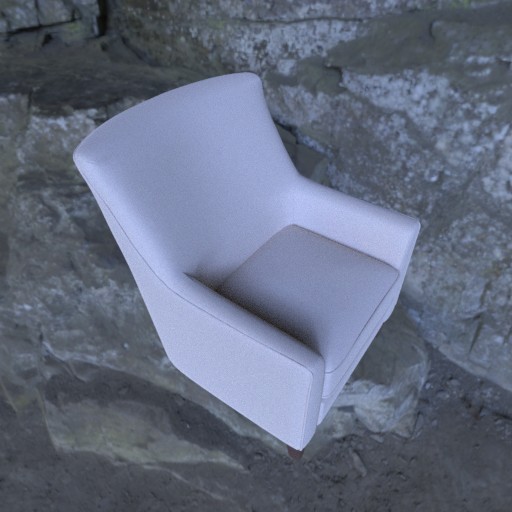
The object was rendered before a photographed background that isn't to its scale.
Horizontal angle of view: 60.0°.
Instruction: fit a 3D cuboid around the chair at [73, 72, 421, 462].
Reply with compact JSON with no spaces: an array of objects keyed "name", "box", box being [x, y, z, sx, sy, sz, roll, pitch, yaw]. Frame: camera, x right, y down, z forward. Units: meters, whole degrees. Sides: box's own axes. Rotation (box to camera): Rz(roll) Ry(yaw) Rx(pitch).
[{"name":"chair","box":[0.000,0.000,1.518,0.879,0.916,0.756,26,48,26]}]
